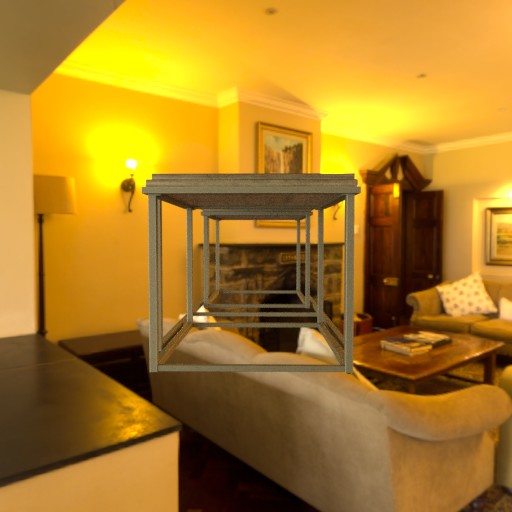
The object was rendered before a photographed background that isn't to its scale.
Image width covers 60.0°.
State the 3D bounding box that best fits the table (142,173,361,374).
[{"bbox_3d":[0.000,0.000,1.532,0.489,0.427,1.312,0,2,1],"label":"table"}]
